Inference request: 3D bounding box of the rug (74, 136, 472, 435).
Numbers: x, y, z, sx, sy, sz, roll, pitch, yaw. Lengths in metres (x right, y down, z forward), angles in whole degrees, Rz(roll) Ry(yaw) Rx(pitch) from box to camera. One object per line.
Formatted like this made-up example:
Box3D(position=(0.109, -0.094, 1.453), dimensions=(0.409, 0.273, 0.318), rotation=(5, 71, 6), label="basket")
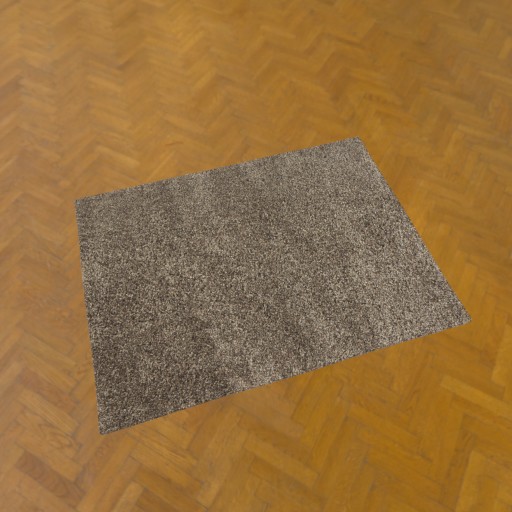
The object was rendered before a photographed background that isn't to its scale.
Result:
Box3D(position=(0.000, 0.000, 2.114), dimensions=(1.601, 0.025, 1.198), rotation=(-14, 59, -9), label="rug")
